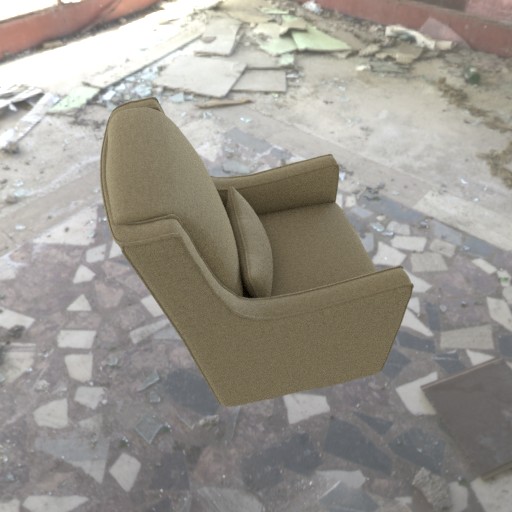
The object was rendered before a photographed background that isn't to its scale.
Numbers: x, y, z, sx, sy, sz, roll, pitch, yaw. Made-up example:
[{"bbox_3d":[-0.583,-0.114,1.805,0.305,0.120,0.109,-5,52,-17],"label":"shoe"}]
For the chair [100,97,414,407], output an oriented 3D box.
[{"bbox_3d":[0.000,0.000,1.614,0.879,0.993,0.732,-10,47,-9],"label":"chair"}]
